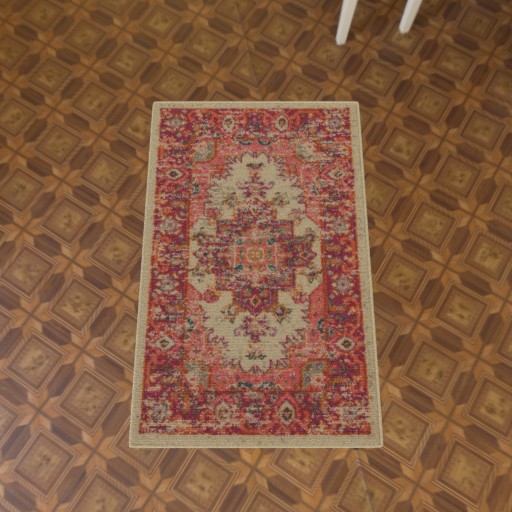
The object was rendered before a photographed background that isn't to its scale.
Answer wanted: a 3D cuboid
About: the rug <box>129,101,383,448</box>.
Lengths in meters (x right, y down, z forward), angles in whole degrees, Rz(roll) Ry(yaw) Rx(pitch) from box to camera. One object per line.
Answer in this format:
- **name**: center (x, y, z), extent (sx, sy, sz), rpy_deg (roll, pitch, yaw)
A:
- **rug**: center (0.000, 0.000, 1.082), extent (0.556, 0.004, 0.868), rpy_deg (0, 75, 0)
